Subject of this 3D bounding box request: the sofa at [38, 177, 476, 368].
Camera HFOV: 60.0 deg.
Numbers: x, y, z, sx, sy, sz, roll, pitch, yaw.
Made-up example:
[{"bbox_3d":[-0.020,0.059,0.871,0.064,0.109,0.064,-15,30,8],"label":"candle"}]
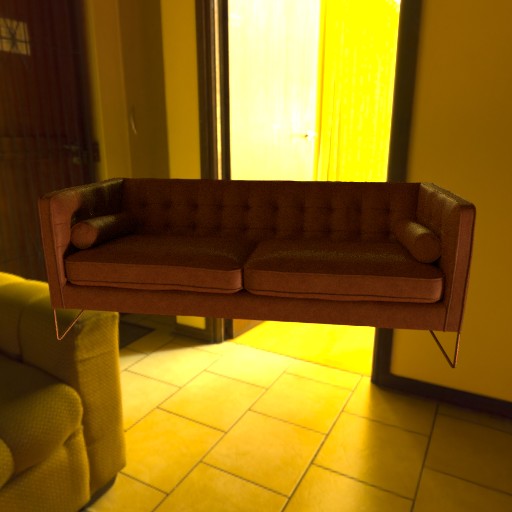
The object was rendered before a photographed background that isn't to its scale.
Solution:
[{"bbox_3d":[0.000,0.000,2.555,2.079,0.798,0.912,2,16,8],"label":"sofa"}]
